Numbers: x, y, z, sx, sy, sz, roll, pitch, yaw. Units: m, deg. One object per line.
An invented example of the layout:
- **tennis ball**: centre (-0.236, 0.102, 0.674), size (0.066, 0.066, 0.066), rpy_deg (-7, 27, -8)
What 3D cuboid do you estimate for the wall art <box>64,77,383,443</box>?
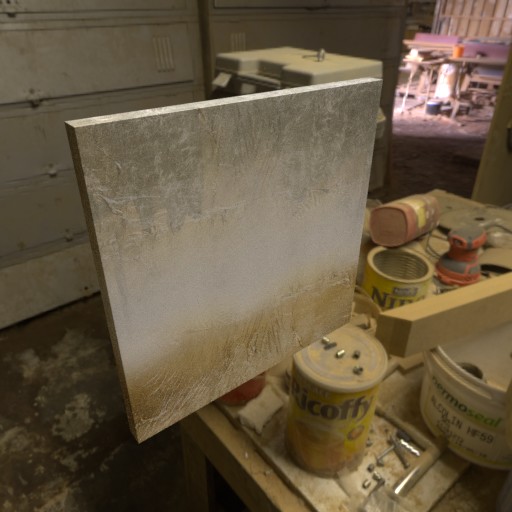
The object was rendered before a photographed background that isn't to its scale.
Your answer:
- **wall art**: centre (0.000, 0.000, 0.885), size (0.610, 0.610, 0.038), rpy_deg (-21, 36, -32)
